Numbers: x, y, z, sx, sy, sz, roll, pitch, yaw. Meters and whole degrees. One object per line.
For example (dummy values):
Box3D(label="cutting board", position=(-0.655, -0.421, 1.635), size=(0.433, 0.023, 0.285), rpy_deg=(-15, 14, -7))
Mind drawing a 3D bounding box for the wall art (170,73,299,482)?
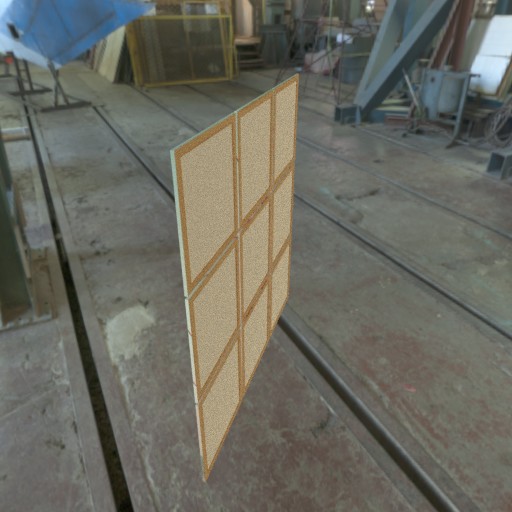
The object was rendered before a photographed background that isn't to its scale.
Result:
Box3D(label="wall art", position=(0.000, 0.000, 2.243), size=(0.013, 1.523, 1.517), rpy_deg=(9, 32, 15))
